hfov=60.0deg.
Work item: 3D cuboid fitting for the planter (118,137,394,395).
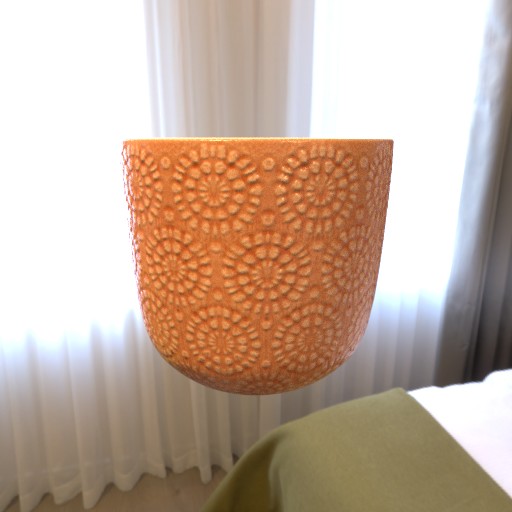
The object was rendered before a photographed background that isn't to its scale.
[{"bbox_3d":[0.000,0.000,0.370,0.208,0.190,0.208,0,15,0],"label":"planter"}]
